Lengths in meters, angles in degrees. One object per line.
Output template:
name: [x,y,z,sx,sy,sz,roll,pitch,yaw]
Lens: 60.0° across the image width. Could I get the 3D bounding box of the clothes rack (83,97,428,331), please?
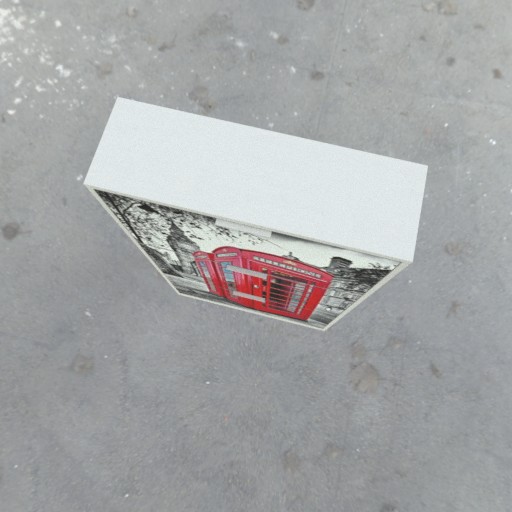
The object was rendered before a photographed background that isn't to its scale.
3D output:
clothes rack: [0.000,0.000,1.621,0.750,1.280,0.250,14,74,4]
